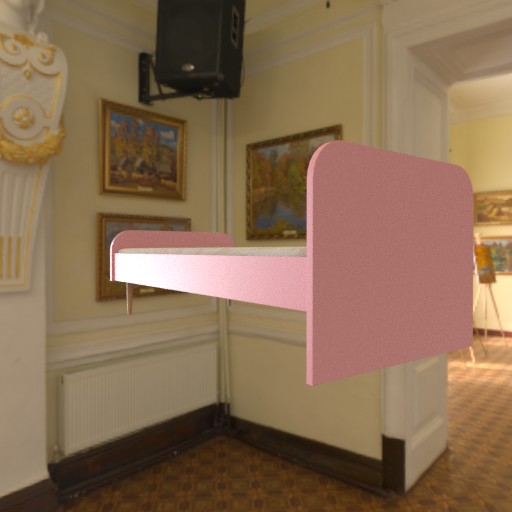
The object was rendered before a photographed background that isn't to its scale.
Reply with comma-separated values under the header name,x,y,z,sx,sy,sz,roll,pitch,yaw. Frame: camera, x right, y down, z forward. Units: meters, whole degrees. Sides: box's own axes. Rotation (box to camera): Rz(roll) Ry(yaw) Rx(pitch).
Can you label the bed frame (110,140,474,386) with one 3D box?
name,x,y,z,sx,sy,sz,roll,pitch,yaw
bed frame,0.000,0.000,2.501,0.998,0.805,1.963,-1,1,-36
